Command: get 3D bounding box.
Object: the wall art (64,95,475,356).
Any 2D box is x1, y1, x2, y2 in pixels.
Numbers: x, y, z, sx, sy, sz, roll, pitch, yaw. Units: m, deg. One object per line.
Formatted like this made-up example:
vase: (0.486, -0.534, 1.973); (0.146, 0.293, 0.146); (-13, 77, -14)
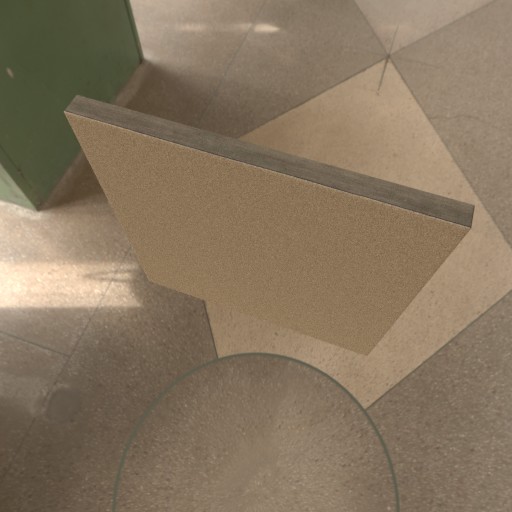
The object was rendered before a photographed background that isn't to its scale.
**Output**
wall art: (0.000, 0.000, 1.109); (0.749, 0.751, 0.050); (18, 63, 9)
